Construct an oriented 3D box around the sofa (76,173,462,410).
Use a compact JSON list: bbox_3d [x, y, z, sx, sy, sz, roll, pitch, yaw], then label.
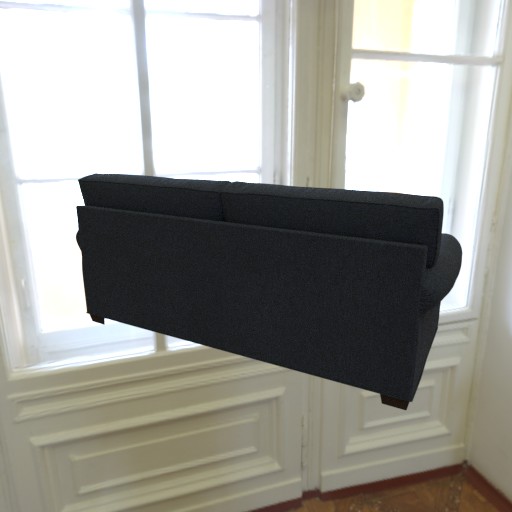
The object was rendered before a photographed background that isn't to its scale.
[{"bbox_3d":[0.000,0.000,2.864,2.391,1.026,0.954,9,19,27],"label":"sofa"}]
